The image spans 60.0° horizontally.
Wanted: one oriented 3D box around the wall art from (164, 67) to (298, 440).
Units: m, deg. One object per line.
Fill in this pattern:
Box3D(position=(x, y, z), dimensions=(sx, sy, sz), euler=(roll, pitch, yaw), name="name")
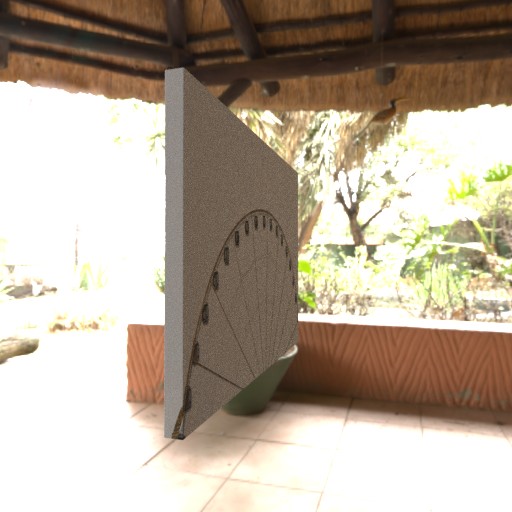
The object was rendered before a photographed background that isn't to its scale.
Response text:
Box3D(position=(0.000, 0.000, 1.147), dimensions=(0.038, 0.601, 0.898), euler=(0, -1, 17), name="wall art")
